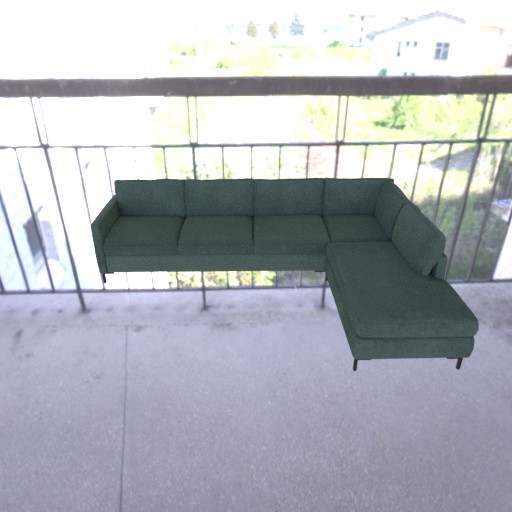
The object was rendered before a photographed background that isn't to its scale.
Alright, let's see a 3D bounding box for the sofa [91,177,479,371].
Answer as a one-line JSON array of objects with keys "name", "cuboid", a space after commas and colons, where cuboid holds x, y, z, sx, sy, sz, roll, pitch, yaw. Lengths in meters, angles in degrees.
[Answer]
[{"name": "sofa", "cuboid": [0.000, 0.000, 3.189, 2.486, 0.687, 1.707, 0, 28, -1]}]
